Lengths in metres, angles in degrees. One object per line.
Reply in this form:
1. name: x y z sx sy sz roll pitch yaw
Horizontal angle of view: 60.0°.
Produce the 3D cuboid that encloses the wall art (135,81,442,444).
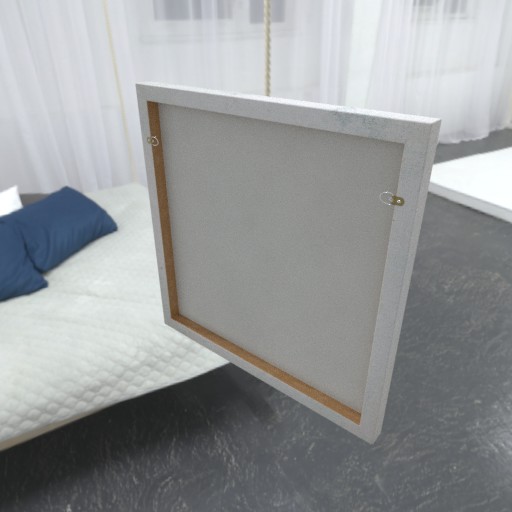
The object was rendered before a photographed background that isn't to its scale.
1. wall art: 0.000 0.000 0.896 0.612 0.612 0.040 21 35 34
